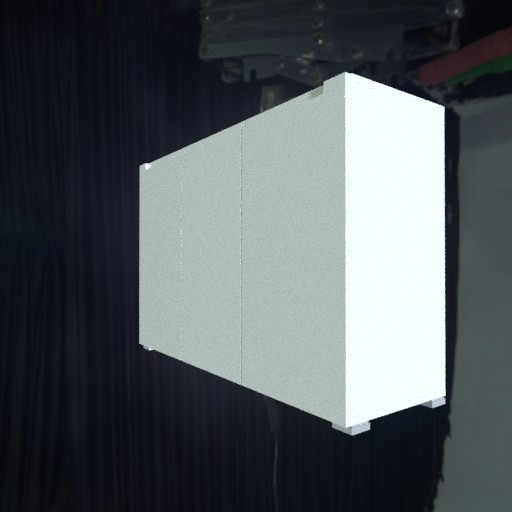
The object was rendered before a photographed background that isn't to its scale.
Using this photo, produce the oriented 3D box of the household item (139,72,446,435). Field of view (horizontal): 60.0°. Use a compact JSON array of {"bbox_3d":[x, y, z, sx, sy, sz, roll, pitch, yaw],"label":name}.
[{"bbox_3d":[0.000,0.000,1.696,0.420,0.867,1.300,0,-1,-36],"label":"household item"}]
